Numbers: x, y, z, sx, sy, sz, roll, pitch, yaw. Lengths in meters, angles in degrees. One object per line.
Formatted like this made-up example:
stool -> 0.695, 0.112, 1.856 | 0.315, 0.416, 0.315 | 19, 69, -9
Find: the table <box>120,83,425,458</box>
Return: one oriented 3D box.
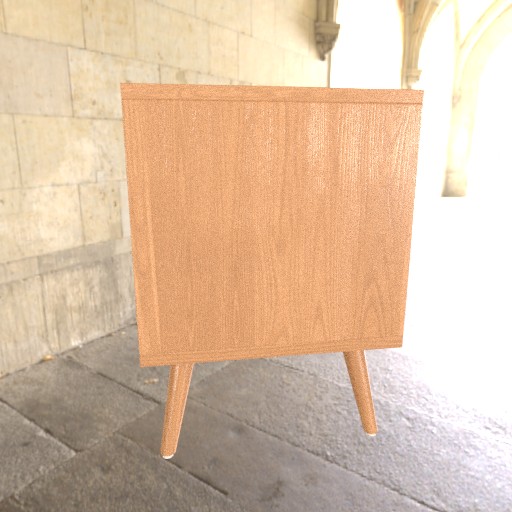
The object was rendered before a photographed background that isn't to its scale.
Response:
table -> 0.000, 0.000, 0.828 | 0.400, 0.550, 0.400 | -2, 14, -9
